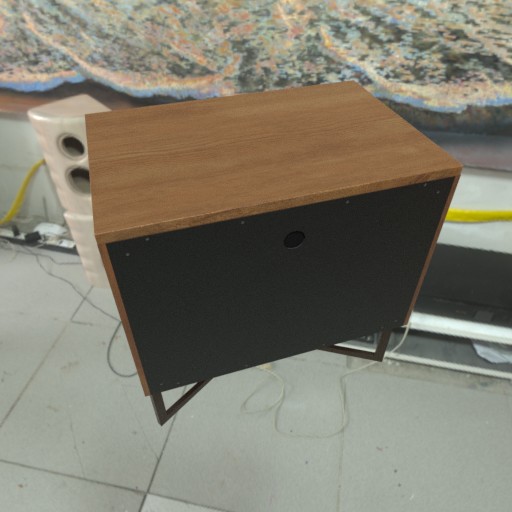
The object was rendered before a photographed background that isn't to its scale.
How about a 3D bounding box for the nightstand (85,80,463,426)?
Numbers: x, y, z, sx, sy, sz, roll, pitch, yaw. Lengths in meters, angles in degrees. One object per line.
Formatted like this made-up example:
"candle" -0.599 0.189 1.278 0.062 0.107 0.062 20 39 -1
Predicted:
"nightstand" 0.000 0.000 1.047 0.613 0.615 0.427 -12 44 -13
